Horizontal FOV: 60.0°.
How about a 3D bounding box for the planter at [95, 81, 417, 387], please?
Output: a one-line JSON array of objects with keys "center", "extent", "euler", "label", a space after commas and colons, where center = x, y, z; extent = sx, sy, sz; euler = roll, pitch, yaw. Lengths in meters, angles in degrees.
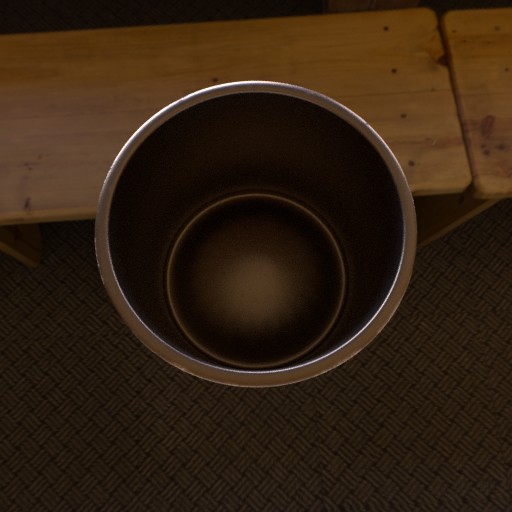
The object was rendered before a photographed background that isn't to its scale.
[{"center": [0.000, 0.000, 0.447], "extent": [0.254, 0.221, 0.254], "euler": [0, 75, 0], "label": "planter"}]
